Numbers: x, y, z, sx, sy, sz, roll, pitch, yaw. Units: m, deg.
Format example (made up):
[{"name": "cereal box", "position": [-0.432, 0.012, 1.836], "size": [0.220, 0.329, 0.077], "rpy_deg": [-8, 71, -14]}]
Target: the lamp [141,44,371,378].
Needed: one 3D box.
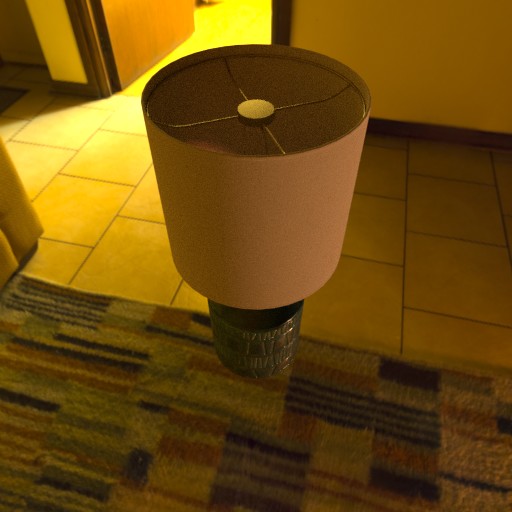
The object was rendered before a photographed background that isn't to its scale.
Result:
[{"name": "lamp", "position": [0.000, 0.000, 0.579], "size": [0.211, 0.455, 0.211], "rpy_deg": [-4, 48, -4]}]
